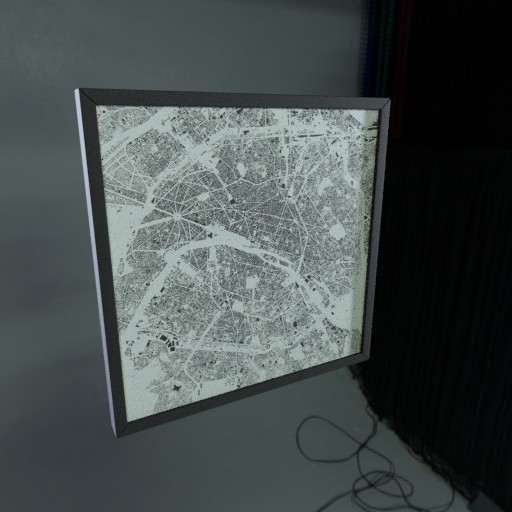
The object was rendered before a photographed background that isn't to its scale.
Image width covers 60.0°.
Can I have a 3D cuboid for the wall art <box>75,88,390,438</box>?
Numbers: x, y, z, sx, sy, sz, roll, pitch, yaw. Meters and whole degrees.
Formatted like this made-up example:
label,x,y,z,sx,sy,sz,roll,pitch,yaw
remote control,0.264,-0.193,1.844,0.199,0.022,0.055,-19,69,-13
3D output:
label,x,y,z,sx,sy,sz,roll,pitch,yaw
wall art,0.000,0.000,0.740,0.508,0.508,0.037,-9,19,-27
